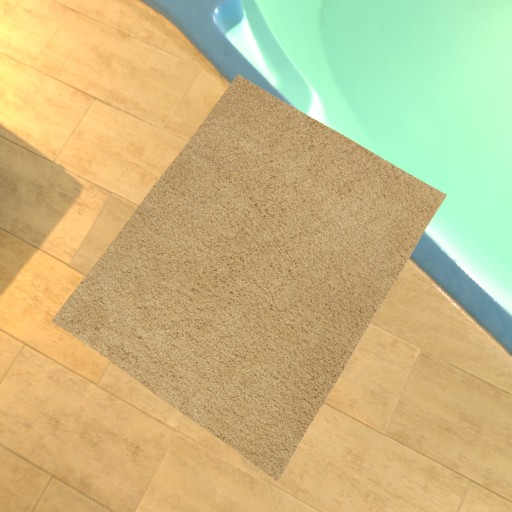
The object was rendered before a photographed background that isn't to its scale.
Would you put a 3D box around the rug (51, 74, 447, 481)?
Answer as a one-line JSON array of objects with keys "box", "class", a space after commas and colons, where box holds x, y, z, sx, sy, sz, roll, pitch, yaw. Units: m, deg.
[{"box": [0.000, 0.000, 4.097, 2.400, 0.025, 3.000, 32, 79, 7], "class": "rug"}]
